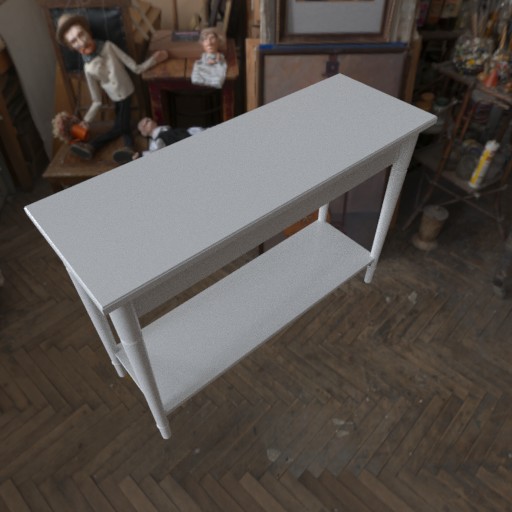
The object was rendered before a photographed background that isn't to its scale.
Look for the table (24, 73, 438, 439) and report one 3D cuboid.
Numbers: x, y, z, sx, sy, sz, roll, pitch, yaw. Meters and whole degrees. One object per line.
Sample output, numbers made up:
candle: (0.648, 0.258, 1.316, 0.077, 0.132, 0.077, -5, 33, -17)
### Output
table: (0.000, 0.000, 1.417, 1.067, 0.749, 0.381, -32, 54, -27)
